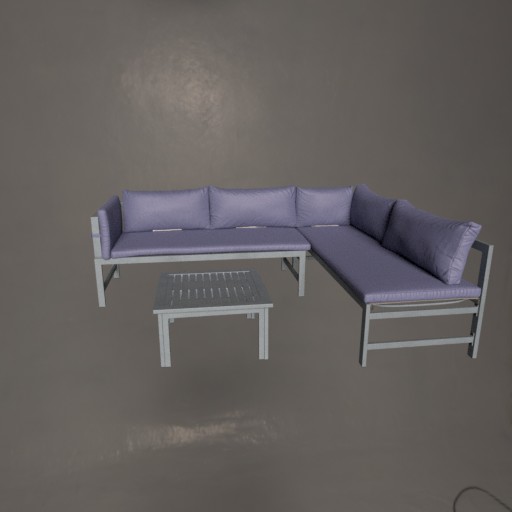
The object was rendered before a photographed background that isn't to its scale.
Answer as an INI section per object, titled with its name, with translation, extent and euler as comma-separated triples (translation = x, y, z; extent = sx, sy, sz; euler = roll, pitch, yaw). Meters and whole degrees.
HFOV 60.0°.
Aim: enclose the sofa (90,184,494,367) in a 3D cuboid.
[sofa]
translation = 0.000, 0.000, 2.908
extent = 2.149, 0.762, 1.658
euler = -2, 16, -8
